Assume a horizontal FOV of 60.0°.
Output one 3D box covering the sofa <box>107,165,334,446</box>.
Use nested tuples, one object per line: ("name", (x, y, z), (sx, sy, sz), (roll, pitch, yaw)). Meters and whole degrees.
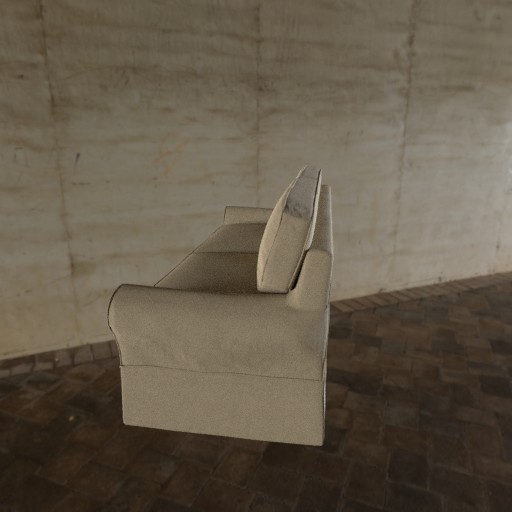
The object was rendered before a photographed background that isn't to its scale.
("sofa", (0.000, 0.000, 2.744), (0.900, 1.014, 2.246), (2, 16, 9))
